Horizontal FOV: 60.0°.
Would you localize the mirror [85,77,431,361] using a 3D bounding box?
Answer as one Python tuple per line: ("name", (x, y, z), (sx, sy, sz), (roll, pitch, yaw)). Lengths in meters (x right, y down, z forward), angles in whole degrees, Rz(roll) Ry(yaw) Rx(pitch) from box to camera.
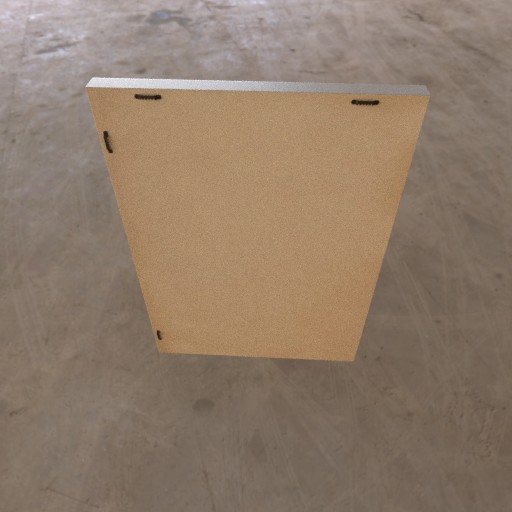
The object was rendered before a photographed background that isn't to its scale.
("mirror", (0.000, 0.000, 0.910), (0.507, 0.710, 0.039), (2, 45, 2))
